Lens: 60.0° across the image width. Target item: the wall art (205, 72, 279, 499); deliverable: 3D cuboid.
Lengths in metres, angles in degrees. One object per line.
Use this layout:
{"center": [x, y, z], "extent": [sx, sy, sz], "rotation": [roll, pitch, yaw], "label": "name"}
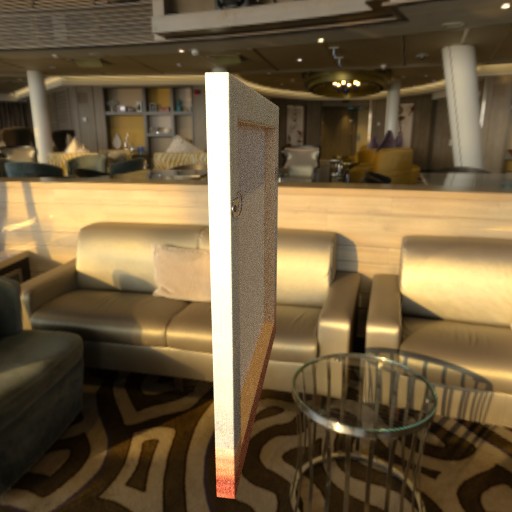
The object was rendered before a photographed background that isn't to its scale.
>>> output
{"center": [0.000, 0.000, 0.887], "extent": [0.034, 0.605, 0.605], "rotation": [2, 15, 8], "label": "wall art"}
